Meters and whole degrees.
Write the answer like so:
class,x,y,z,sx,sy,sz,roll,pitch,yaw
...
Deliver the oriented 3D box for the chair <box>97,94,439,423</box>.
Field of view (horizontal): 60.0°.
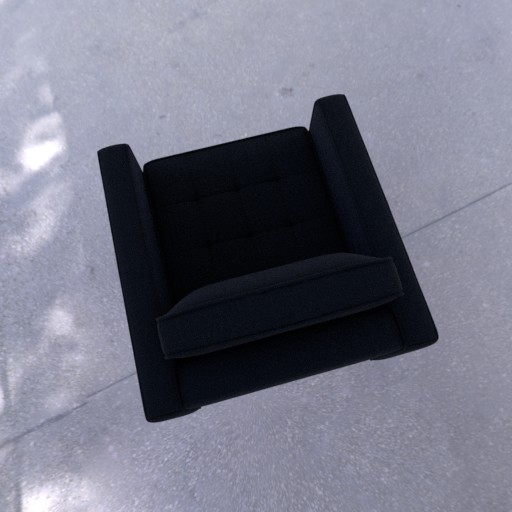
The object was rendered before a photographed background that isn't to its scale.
class,x,y,z,sx,sy,sz,roll,pitch,yaw
chair,0.000,0.000,1.585,0.899,0.770,0.920,-14,73,-5
